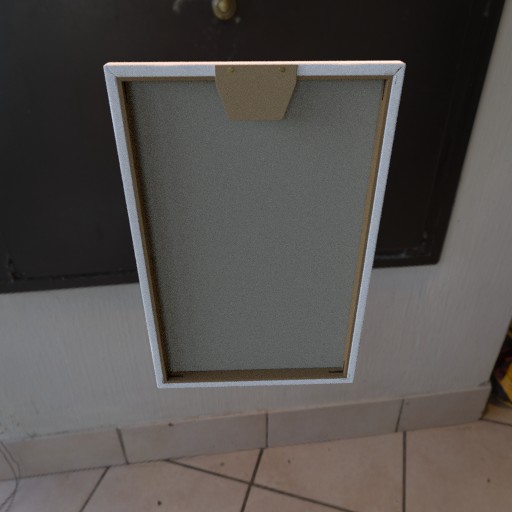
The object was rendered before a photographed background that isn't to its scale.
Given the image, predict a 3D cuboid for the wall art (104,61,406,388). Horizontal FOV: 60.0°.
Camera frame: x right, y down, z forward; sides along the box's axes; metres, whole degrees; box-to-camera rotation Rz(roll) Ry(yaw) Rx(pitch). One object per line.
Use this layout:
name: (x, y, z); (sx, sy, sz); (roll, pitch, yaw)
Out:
wall art: (0.000, 0.000, 1.134); (0.602, 0.916, 0.048); (-1, 32, -2)
